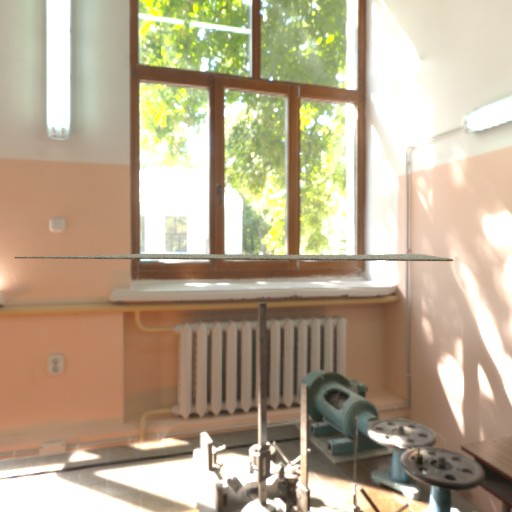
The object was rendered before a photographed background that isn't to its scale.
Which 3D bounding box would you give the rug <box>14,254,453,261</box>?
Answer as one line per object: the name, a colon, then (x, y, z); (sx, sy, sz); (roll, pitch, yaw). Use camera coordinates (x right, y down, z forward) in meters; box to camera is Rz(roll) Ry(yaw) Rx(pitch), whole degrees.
rug: (0.000, 0.000, 4.023); (3.054, 0.030, 2.430); (0, 1, 18)
